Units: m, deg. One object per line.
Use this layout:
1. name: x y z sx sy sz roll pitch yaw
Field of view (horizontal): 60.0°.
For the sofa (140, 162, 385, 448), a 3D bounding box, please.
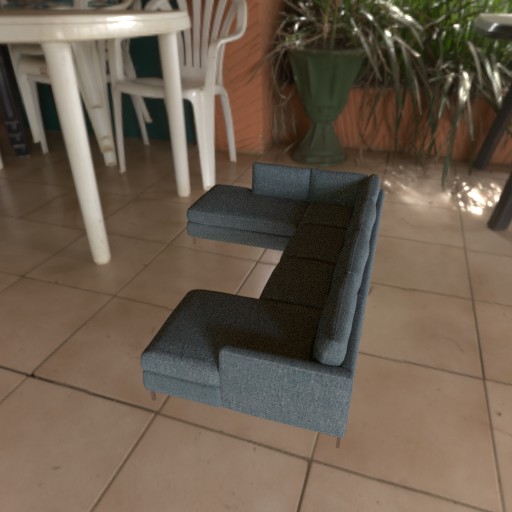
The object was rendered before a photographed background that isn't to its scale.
1. sofa: 0.000 0.000 3.670 1.879 0.753 2.737 9 32 15
